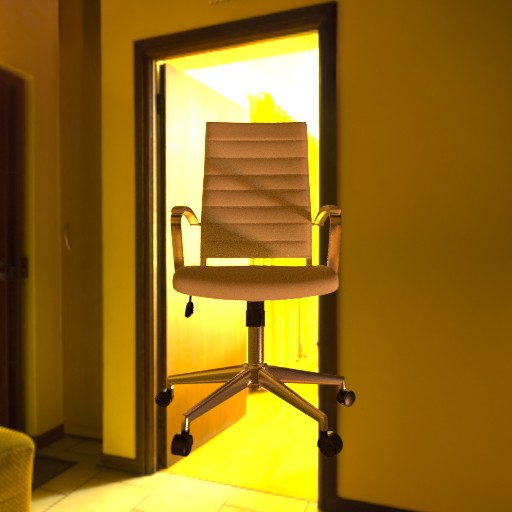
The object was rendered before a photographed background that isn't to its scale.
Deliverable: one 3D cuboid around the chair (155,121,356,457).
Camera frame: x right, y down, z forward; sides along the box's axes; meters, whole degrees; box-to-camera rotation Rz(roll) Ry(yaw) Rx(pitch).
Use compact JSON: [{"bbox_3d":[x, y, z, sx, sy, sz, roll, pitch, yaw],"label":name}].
[{"bbox_3d":[0.000,0.000,1.612,0.766,1.149,0.739,0,1,0],"label":"chair"}]
